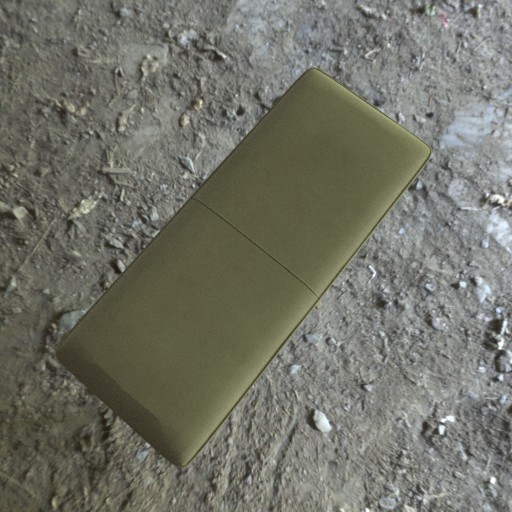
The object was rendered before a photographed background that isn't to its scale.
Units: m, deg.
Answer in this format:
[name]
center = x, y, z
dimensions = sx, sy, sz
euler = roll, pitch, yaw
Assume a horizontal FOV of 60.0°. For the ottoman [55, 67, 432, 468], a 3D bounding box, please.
[ottoman]
center = 0.000, 0.000, 2.023
dimensions = 0.735, 0.460, 1.726
euler = 38, 79, 9
